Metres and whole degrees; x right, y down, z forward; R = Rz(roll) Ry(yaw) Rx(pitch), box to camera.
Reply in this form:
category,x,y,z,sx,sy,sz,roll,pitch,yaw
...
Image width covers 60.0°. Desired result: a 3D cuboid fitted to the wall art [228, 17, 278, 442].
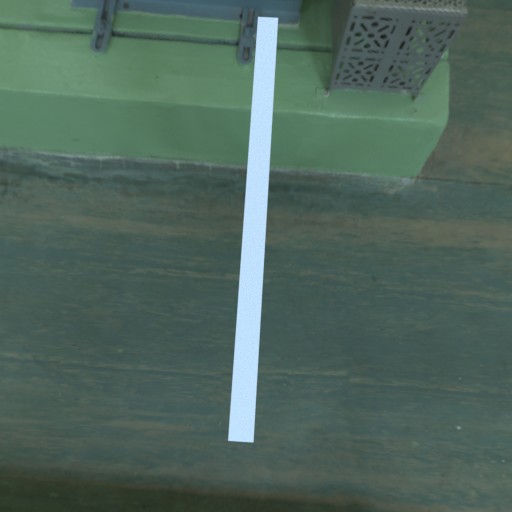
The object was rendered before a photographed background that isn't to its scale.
category,x,y,z,sx,sy,sz,roll,pitch,yaw
wall art,0.000,0.000,0.831,0.028,0.559,0.559,3,77,1
